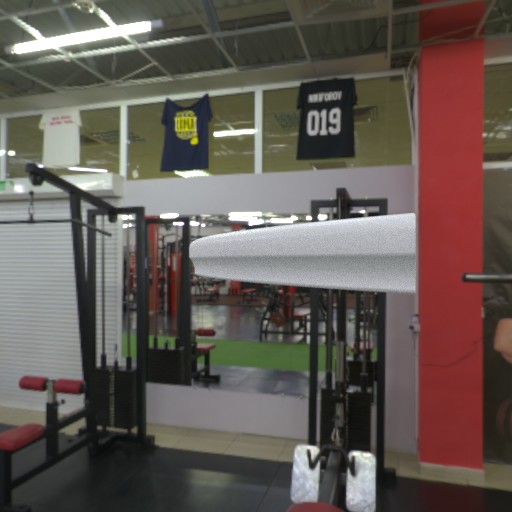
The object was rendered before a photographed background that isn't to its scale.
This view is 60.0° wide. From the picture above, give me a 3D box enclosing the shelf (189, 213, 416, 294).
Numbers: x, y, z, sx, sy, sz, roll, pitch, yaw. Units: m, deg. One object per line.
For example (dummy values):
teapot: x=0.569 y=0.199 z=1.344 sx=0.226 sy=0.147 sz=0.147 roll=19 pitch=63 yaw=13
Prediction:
shelf: x=0.000 y=0.000 z=0.457 sx=0.310 sy=0.050 sz=0.310 roll=0 pitch=-1 yaw=19
